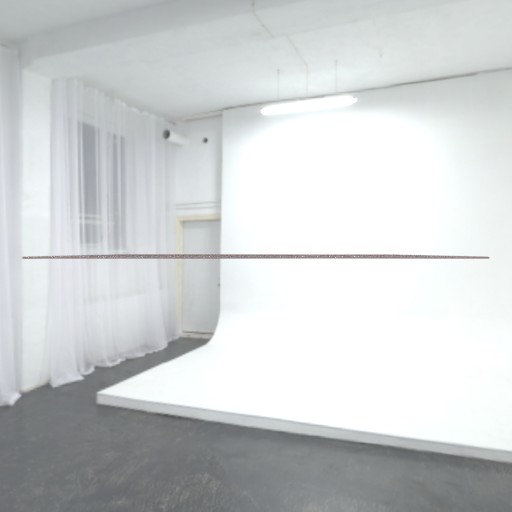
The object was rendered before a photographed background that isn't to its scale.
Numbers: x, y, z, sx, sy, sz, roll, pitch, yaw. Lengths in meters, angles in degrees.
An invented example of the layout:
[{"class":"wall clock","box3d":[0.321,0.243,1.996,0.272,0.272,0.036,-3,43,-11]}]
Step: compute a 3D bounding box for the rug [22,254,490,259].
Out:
[{"class":"rug","box3d":[0.000,0.000,2.333,1.829,0.009,1.219,0,1,0]}]
